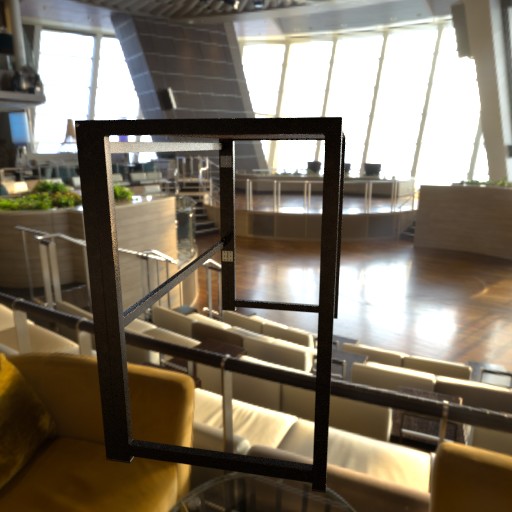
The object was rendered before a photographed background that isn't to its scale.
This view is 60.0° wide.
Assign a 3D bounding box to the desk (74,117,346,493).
[{"bbox_3d":[0.000,0.000,1.375,0.508,0.762,1.016,3,14,11],"label":"desk"}]
